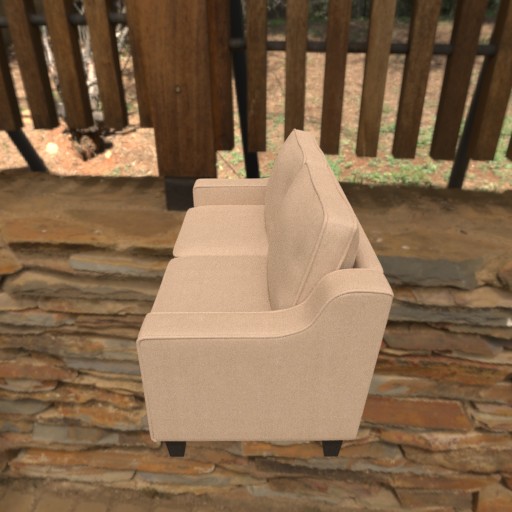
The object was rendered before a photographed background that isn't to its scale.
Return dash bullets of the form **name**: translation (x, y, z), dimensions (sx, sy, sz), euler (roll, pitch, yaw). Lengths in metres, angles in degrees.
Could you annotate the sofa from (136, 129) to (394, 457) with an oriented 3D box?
- **sofa**: translation (0.000, 0.000, 3.490), dimensions (1.351, 1.562, 2.587), euler (0, 28, 0)
